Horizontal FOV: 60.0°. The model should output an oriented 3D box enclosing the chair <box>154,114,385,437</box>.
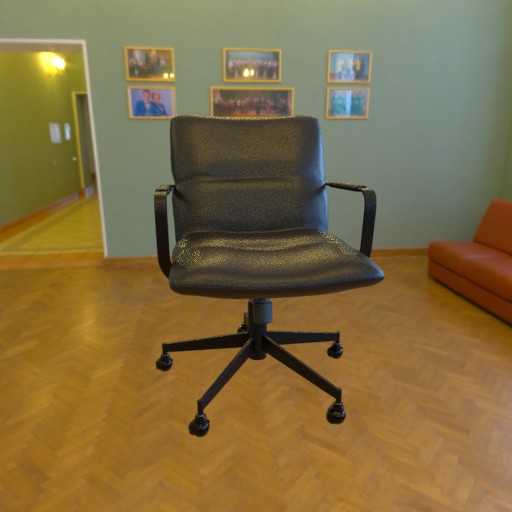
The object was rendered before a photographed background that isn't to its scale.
[{"bbox_3d":[0.000,0.000,1.474,0.719,0.922,0.748,-2,16,-8],"label":"chair"}]
